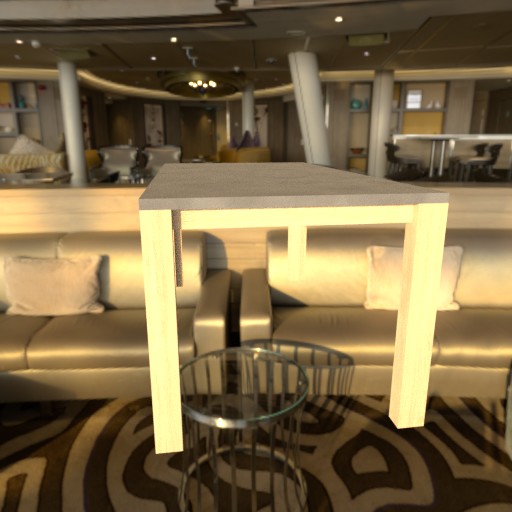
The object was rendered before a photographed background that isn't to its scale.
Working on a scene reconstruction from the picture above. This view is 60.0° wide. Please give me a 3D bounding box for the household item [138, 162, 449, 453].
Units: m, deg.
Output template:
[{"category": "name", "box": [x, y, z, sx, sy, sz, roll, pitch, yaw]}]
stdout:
[{"category": "household item", "box": [0.000, 0.000, 2.041, 0.850, 0.755, 1.600, -2, 15, -9]}]
